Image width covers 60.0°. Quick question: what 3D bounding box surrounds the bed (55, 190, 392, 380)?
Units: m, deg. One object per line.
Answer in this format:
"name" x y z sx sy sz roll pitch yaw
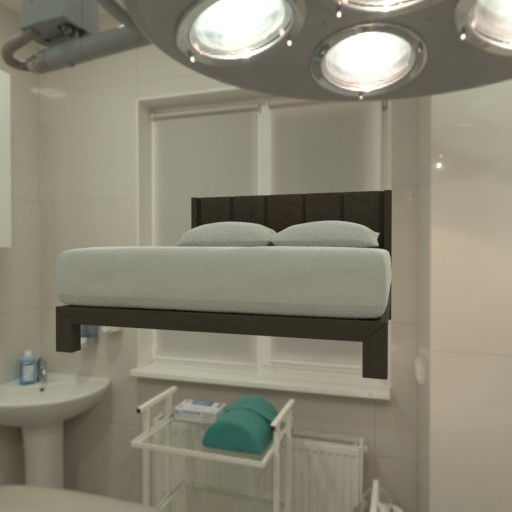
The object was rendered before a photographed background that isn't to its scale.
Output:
"bed" 0.000 0.000 3.683 2.143 1.261 2.238 0 1 18
